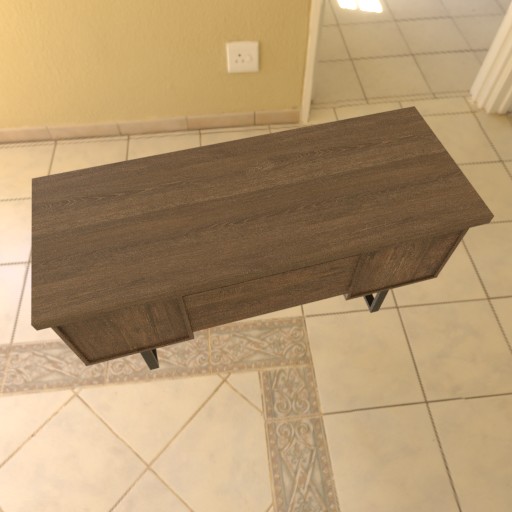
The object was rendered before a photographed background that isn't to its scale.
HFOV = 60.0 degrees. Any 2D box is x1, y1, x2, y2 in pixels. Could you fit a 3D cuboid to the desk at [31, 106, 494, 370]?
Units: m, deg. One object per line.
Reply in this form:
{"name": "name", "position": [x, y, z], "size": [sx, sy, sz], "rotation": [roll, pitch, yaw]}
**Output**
{"name": "desk", "position": [0.000, 0.000, 1.878], "size": [1.524, 0.760, 0.600], "rotation": [-13, 58, -8]}
